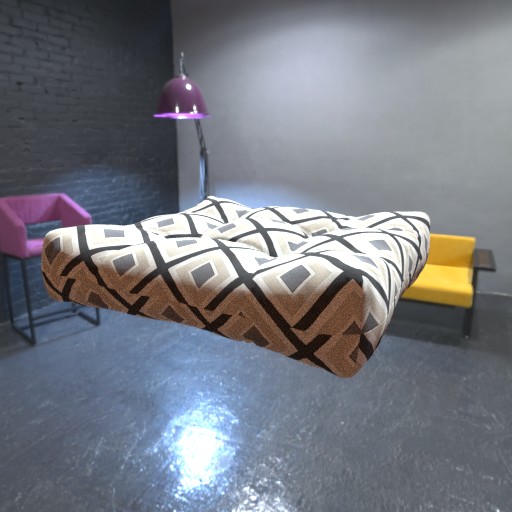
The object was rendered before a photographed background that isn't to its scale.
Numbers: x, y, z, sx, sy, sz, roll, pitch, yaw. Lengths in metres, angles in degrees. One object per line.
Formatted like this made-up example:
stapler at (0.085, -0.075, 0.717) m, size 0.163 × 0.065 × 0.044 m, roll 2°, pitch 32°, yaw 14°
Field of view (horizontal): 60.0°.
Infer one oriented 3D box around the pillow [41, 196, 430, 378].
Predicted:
pillow at (0.000, 0.000, 0.728) m, size 0.490 × 0.128 × 0.468 m, roll 8°, pitch 17°, yaw 27°
